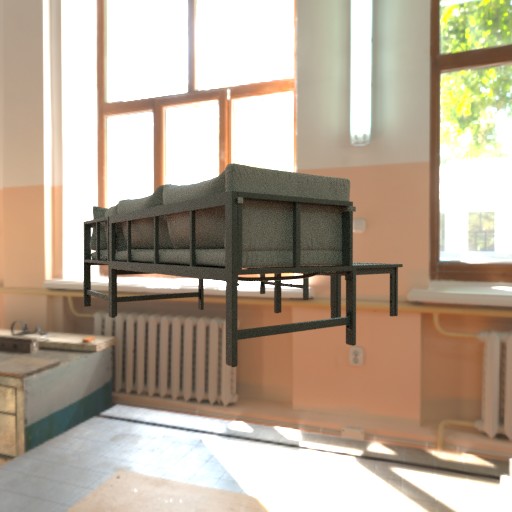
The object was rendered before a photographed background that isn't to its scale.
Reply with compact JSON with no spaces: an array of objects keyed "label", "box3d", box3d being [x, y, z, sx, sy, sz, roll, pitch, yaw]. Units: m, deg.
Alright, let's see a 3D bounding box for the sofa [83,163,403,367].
[{"label":"sofa","box3d":[0.000,0.000,2.900,1.658,0.758,2.096,-1,1,-35]}]
